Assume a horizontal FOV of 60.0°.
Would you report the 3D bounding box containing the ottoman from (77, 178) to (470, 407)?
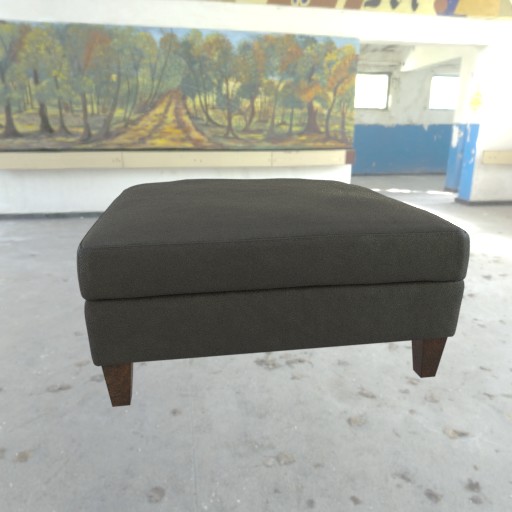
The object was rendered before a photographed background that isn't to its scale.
[{"bbox_3d":[0.000,0.000,1.306,0.836,0.415,0.844,-3,17,-9],"label":"ottoman"}]
